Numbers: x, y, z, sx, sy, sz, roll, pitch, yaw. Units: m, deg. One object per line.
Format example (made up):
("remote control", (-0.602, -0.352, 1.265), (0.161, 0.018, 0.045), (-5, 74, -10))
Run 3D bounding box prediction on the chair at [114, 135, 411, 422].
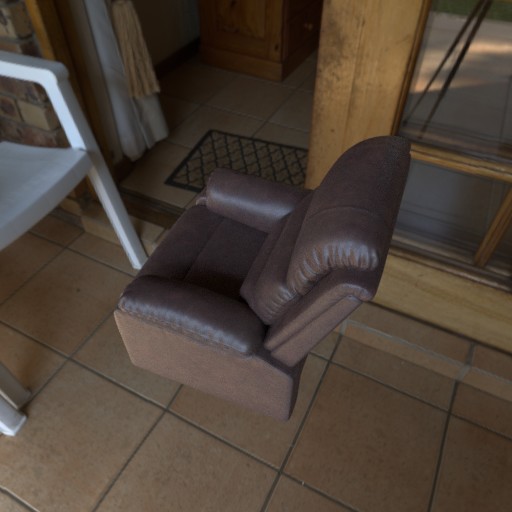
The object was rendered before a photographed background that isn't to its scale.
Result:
("chair", (0.000, 0.000, 1.714), (0.919, 0.992, 0.855), (16, 49, 14))
